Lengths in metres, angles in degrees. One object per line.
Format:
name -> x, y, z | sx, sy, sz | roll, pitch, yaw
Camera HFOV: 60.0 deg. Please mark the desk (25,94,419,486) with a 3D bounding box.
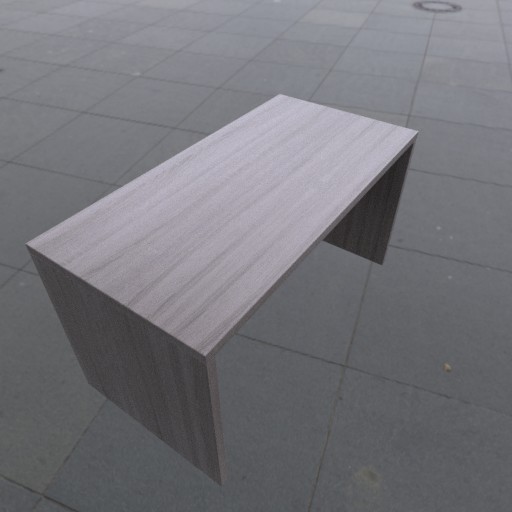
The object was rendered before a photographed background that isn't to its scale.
desk -> 0.000, 0.000, 1.824 | 0.690, 0.745, 1.380 | 25, 47, 26
